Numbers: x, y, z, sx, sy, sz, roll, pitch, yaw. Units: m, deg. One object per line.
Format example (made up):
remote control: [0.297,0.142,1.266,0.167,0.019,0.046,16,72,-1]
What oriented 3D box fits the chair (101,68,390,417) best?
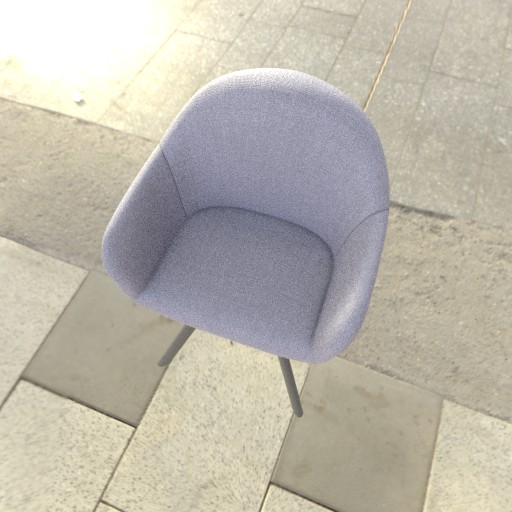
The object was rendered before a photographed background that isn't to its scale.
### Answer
chair: [0.000,0.000,1.192,0.590,0.795,0.550,17,61,10]
